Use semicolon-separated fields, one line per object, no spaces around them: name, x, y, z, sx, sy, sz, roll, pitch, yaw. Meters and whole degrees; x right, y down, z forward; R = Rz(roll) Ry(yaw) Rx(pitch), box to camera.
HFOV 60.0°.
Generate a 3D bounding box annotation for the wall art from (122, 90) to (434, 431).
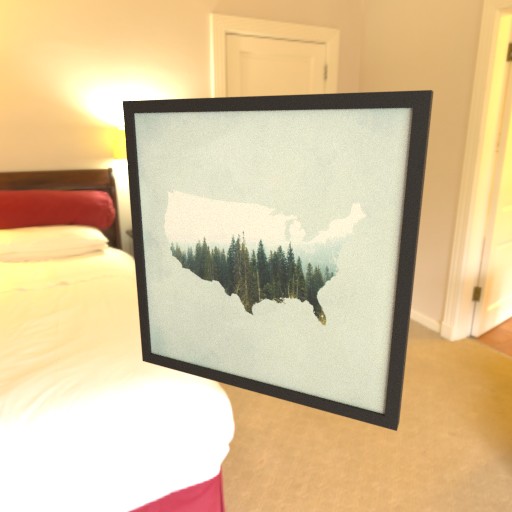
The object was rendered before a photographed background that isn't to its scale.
wall art;0.000;0.000;1.126;0.763;0.763;0.038;8;18;25
